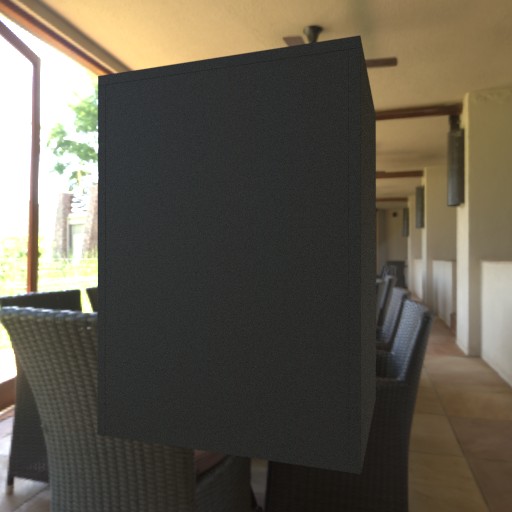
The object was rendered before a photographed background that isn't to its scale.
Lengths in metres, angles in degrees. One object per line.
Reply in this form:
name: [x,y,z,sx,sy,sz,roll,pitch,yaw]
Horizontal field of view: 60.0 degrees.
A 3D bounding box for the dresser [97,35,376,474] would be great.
dresser: [0.000,0.000,0.797,0.400,0.560,0.360,0,0,18]
